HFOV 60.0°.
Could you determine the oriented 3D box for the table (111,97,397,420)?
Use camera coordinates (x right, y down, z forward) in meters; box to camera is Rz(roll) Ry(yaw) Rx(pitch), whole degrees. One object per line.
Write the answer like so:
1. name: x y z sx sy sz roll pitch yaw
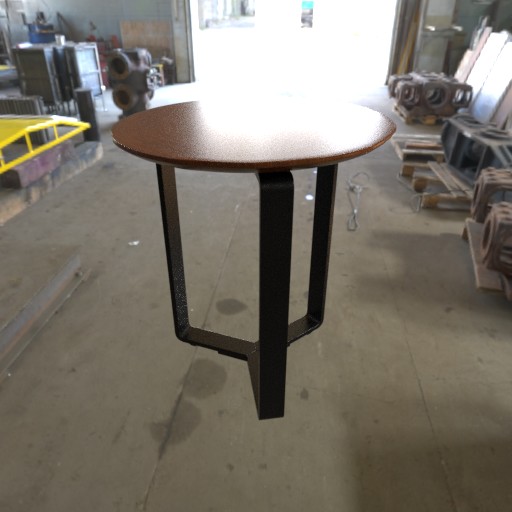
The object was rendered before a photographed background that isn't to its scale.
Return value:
1. table: 0.000 0.000 0.753 0.410 0.450 0.380 -22 36 -33
